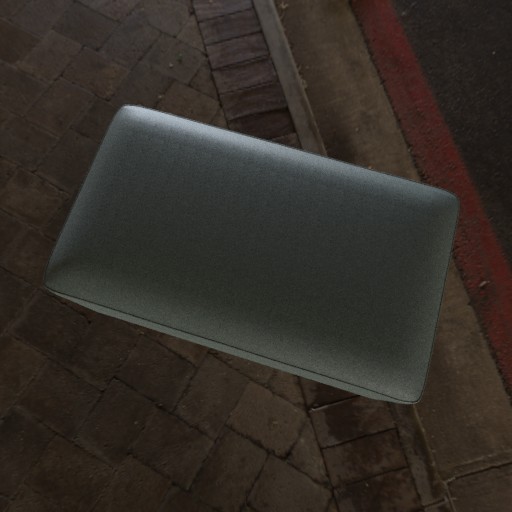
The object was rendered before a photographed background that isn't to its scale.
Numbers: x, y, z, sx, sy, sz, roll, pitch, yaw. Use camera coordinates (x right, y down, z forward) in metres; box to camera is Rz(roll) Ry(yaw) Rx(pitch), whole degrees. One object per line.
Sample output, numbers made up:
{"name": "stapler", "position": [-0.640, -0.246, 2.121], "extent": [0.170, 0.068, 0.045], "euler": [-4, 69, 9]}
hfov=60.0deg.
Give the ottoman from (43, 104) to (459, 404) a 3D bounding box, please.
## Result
{"name": "ottoman", "position": [0.000, 0.000, 1.552], "extent": [1.173, 0.494, 0.681], "euler": [17, 75, 5]}
